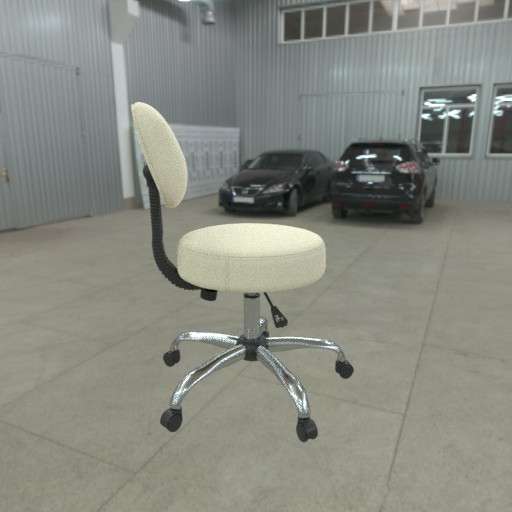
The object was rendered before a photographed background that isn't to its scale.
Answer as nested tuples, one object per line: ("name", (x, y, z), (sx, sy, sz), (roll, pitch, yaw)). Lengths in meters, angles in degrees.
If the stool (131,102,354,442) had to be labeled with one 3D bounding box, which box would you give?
("stool", (0.000, 0.000, 1.255), (0.616, 0.810, 0.609), (-2, 14, -10))
